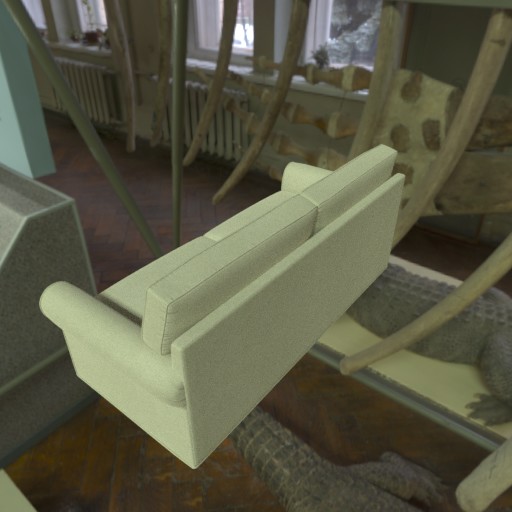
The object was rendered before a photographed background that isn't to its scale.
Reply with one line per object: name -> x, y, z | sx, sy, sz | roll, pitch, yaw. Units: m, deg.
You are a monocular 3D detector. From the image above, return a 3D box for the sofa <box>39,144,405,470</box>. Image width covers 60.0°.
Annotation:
sofa -> 0.000, 0.000, 2.580 | 0.901, 0.962, 2.146 | 23, 39, 31
